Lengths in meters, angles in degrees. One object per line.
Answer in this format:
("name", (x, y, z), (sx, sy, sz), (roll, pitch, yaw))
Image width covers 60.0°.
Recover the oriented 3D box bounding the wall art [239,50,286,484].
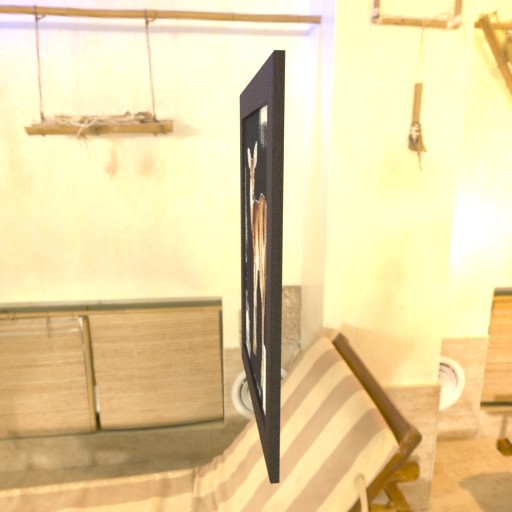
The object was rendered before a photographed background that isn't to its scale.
("wall art", (0.000, 0.000, 0.676), (0.013, 0.508, 0.359), (-2, 13, -7))
